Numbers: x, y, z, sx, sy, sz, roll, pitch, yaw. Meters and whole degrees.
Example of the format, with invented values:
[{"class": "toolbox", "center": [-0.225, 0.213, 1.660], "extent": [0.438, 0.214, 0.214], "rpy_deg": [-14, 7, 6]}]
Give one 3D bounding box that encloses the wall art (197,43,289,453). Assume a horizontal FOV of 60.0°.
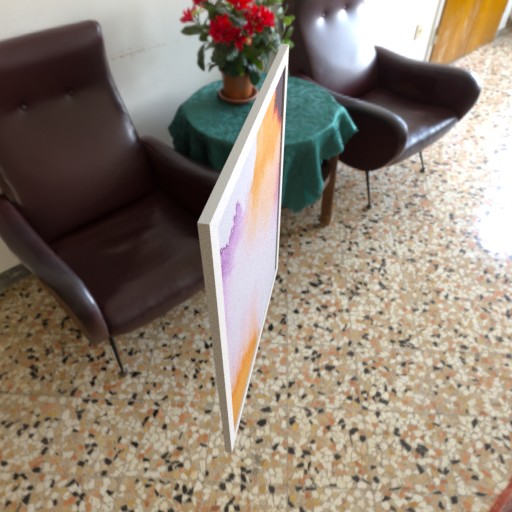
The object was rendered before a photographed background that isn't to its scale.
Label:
[{"class": "wall art", "center": [0.000, 0.000, 0.789], "extent": [0.012, 0.557, 0.482], "rpy_deg": [9, 46, 9]}]
